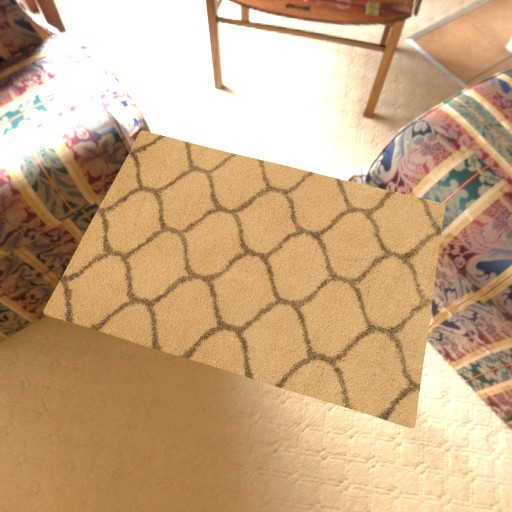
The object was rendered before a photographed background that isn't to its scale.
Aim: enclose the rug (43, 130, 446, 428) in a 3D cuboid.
[{"bbox_3d":[0.000,0.000,3.424,2.701,0.026,1.801,15,65,7],"label":"rug"}]
